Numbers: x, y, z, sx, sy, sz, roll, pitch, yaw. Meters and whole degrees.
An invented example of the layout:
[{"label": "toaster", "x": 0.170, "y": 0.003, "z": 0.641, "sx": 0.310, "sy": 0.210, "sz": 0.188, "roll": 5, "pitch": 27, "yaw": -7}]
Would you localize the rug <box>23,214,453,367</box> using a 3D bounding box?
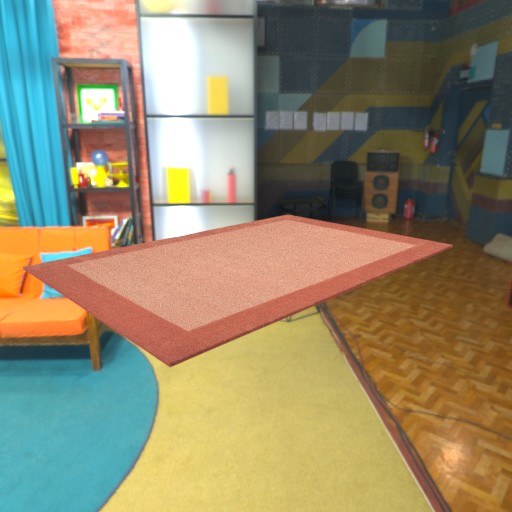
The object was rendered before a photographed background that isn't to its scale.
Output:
[{"label": "rug", "x": 0.000, "y": 0.000, "z": 2.238, "sx": 1.829, "sy": 0.014, "sz": 1.219, "roll": -15, "pitch": 22, "yaw": -42}]
